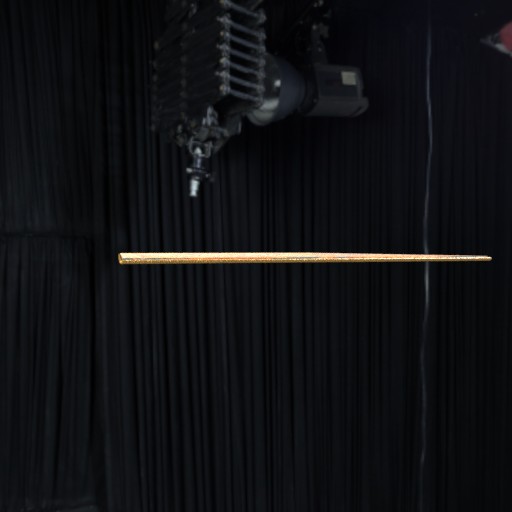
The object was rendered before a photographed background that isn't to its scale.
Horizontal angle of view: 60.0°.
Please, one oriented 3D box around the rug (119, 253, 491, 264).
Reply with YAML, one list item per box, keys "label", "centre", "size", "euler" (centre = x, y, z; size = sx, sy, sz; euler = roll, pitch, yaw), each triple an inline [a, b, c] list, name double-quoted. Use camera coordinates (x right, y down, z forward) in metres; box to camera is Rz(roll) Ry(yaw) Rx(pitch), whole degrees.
- label: "rug"
  centre: [0.000, 0.000, 4.116]
  size: [2.435, 0.031, 3.040]
  euler: [0, 1, -17]
